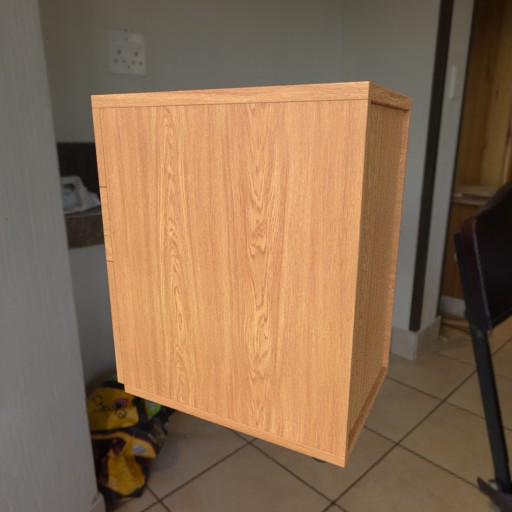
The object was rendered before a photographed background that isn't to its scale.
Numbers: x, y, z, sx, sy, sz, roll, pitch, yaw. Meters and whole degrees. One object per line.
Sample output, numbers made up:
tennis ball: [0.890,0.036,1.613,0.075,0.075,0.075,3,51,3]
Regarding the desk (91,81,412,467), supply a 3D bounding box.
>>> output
desk: [0.000,0.000,1.079,0.600,0.730,0.404,8,17,26]
